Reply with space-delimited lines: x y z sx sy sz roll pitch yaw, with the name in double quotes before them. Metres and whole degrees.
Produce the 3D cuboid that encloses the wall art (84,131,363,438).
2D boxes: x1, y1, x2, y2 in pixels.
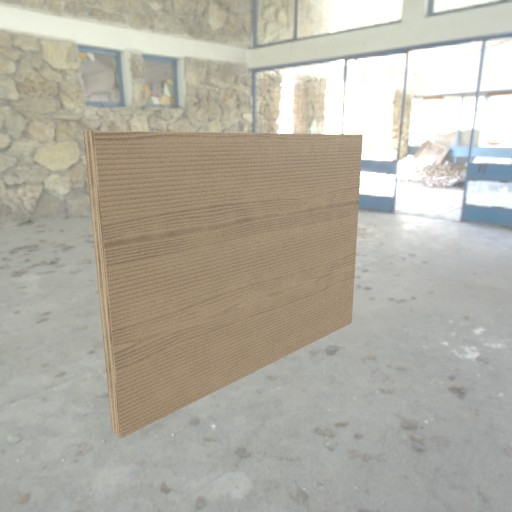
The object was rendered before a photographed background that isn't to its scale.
"wall art" 0.000 0.000 1.141 0.841 0.609 0.063 -14 20 -43
